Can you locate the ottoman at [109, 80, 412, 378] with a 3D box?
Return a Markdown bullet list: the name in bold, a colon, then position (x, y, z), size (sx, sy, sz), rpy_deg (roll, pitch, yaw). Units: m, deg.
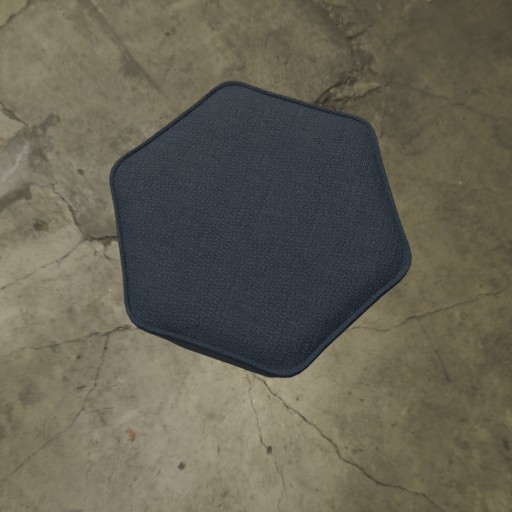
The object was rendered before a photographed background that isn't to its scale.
- **ottoman**: position (0.000, 0.000, 0.911), size (0.492, 0.505, 0.454), rpy_deg (-36, 78, -9)
